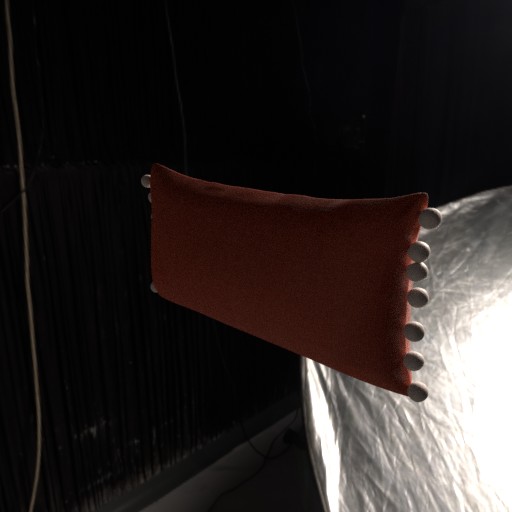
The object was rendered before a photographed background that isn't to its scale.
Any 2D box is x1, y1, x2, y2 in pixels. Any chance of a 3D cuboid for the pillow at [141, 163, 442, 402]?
[{"bbox_3d":[0.000,0.000,0.845,0.709,0.322,0.201,14,20,43],"label":"pillow"}]
